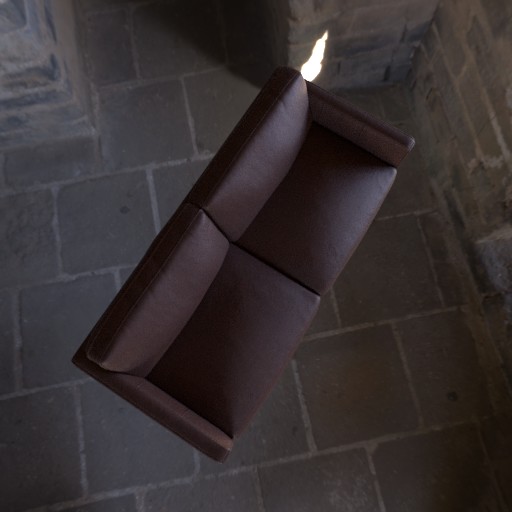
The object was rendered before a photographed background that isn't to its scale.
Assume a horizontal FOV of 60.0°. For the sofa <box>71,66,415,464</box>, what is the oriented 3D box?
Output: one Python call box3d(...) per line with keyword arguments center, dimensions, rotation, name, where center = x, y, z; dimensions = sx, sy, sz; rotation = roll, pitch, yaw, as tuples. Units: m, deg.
box3d(center=(0.000, 0.000, 2.516), dimensions=(0.923, 0.863, 1.971), rotation=(31, 78, 7), name="sofa")
